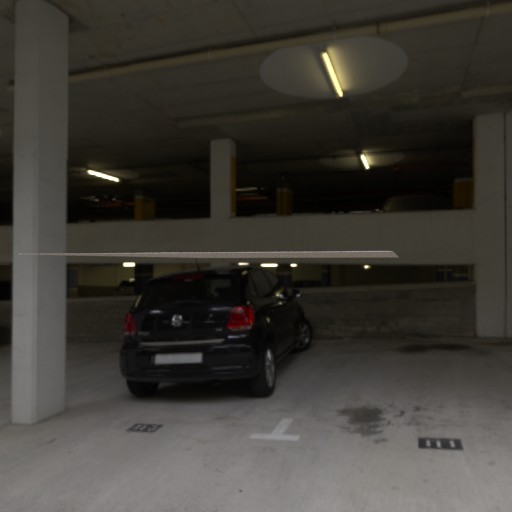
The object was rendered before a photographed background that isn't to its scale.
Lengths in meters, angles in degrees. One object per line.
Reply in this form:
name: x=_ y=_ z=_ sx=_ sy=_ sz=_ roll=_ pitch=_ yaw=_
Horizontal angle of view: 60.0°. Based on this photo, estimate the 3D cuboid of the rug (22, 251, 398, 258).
rug: x=0.000 y=0.000 z=3.941 sx=2.391 sy=0.005 sz=2.880 roll=0 pitch=-1 yaw=18
